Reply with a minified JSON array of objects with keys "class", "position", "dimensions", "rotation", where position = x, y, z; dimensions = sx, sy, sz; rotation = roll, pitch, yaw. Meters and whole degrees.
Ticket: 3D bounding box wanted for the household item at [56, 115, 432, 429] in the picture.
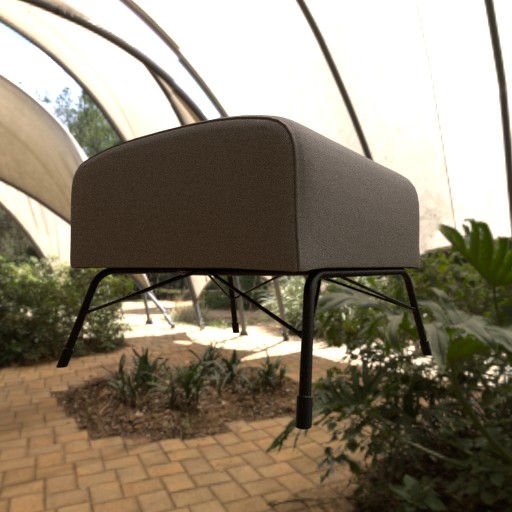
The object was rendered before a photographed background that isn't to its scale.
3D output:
[{"class":"household item","position":[0.000,0.000,0.874],"dimensions":[0.530,0.410,0.530],"rotation":[-1,-2,36]}]
